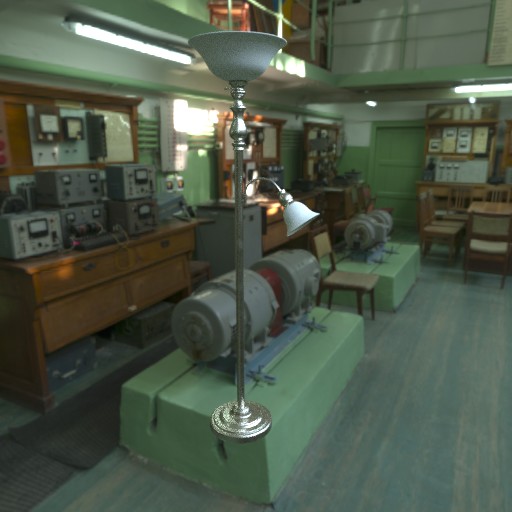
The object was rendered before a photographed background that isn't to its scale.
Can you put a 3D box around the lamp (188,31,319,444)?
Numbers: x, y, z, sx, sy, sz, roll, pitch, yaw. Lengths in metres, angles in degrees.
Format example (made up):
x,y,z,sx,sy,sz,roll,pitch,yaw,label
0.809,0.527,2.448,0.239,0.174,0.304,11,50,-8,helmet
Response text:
x,y,z,sx,sy,sz,roll,pitch,yaw,label
0.000,0.000,2.005,0.575,1.785,0.405,7,16,26,lamp
